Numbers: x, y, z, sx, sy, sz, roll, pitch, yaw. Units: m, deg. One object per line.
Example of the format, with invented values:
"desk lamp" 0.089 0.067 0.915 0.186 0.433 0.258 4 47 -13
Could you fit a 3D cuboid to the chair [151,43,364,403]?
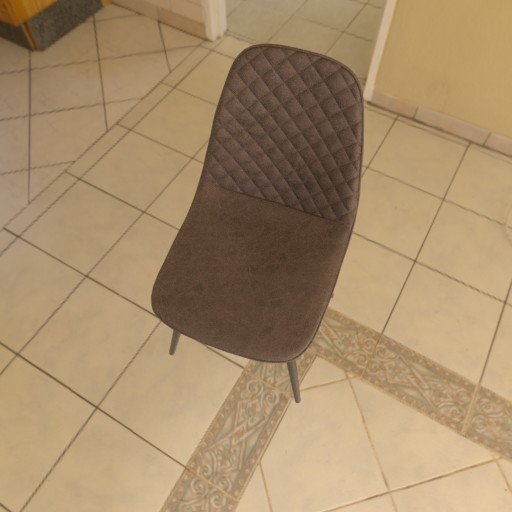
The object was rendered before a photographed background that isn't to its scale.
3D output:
"chair" 0.000 0.000 1.205 0.472 0.889 0.561 18 61 10
